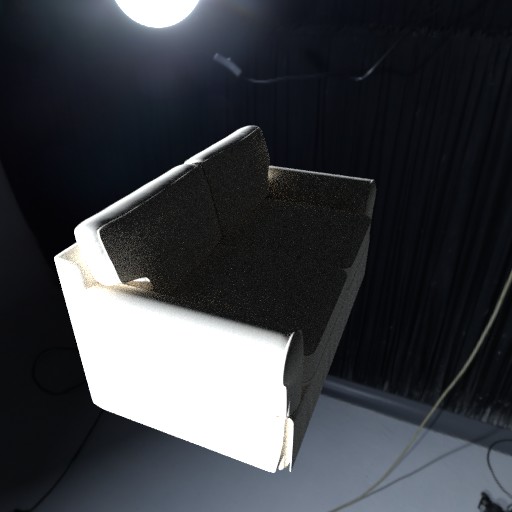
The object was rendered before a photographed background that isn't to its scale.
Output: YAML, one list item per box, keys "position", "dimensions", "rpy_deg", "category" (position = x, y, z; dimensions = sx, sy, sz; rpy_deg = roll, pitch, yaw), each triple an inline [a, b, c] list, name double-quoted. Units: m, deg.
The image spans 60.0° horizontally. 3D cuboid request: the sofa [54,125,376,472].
- position: [0.000, 0.000, 2.315]
  dimensions: [0.991, 0.940, 1.727]
  rpy_deg: [12, 33, 19]
  category: "sofa"
